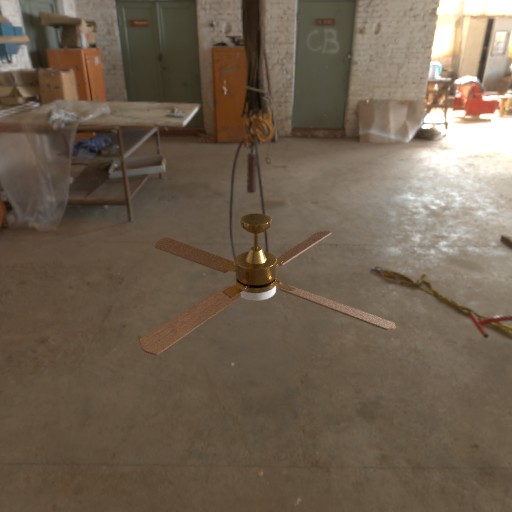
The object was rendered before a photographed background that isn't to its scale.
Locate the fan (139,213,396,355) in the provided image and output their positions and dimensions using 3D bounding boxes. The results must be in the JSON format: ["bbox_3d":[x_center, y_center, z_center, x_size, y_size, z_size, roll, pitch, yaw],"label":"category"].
[{"bbox_3d":[0.000,0.000,1.986,1.320,0.355,1.320,18,32,33],"label":"fan"}]
